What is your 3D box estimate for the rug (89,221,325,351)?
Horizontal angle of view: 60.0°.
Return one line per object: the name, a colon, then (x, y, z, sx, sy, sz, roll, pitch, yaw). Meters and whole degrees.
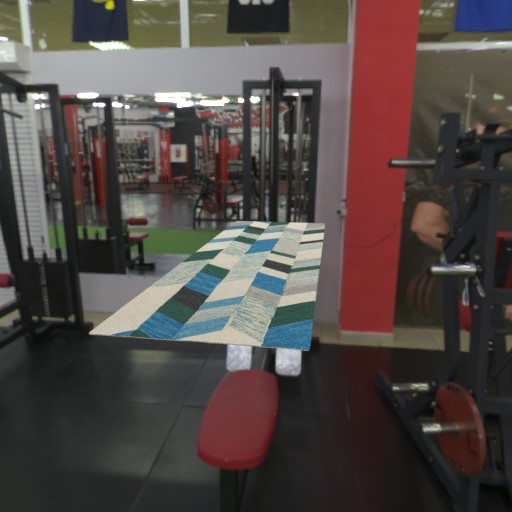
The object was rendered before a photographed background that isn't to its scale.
rug: (0.000, 0.000, 2.655, 0.774, 0.008, 2.437, 2, 14, 10)
